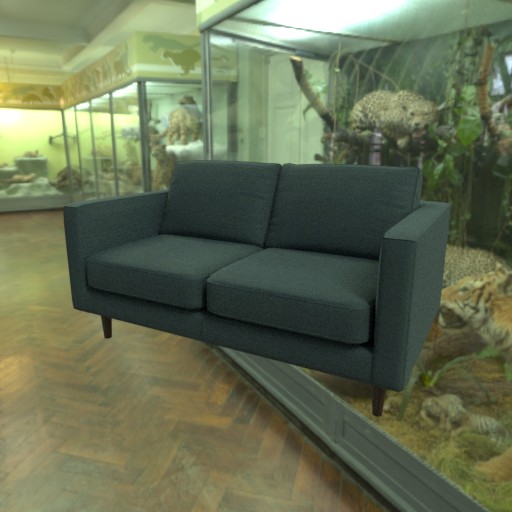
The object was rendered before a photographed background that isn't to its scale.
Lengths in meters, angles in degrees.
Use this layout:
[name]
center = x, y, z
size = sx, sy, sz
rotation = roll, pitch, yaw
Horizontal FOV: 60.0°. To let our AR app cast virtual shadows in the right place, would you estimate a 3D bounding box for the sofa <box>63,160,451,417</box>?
[sofa]
center = 0.000, 0.000, 2.224
size = 1.659, 0.907, 0.999
rotation = 8, 16, 28
